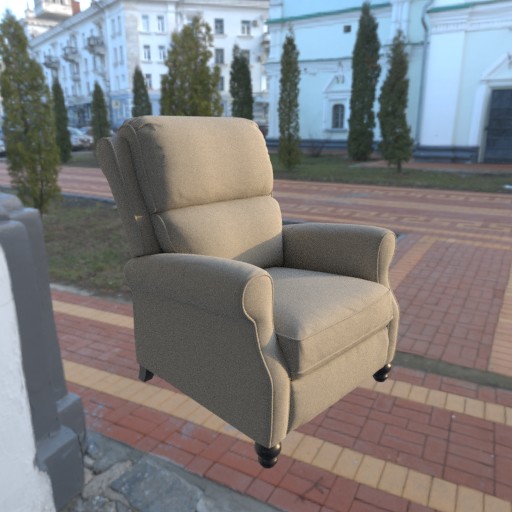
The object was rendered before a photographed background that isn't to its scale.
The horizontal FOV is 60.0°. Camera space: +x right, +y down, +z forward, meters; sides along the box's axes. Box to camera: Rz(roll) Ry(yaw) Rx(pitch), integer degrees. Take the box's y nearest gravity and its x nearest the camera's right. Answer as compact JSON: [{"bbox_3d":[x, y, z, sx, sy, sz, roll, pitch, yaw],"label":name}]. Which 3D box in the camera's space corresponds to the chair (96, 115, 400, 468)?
[{"bbox_3d":[0.000,0.000,1.722,0.919,1.046,0.859,15,22,43],"label":"chair"}]
